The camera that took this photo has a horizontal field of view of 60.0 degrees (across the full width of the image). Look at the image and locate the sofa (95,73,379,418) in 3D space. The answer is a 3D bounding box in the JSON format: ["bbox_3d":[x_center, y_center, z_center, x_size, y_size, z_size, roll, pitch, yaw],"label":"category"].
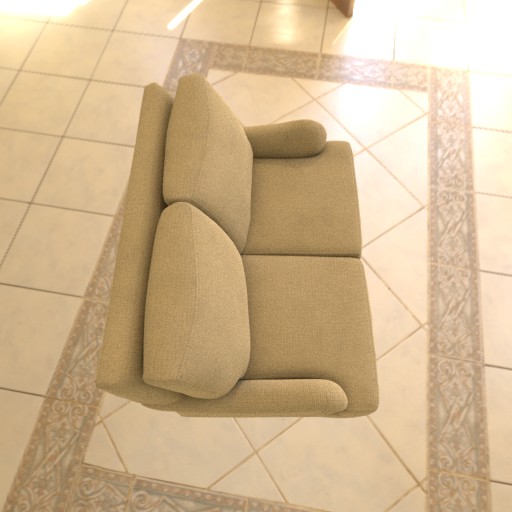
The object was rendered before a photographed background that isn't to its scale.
[{"bbox_3d":[0.000,0.000,2.164,1.087,0.999,1.480,0,64,0],"label":"sofa"}]
